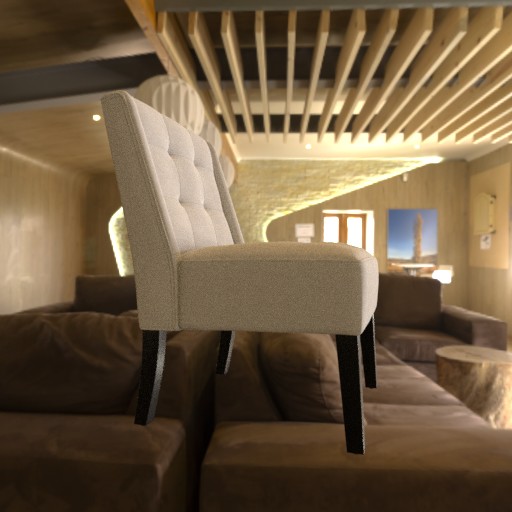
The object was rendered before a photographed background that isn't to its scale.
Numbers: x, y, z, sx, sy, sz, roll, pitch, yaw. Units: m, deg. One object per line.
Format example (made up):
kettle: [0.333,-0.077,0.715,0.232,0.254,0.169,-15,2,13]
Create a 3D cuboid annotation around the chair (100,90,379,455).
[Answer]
chair: [0.000,0.000,1.291,0.676,0.853,0.569,0,0,18]
